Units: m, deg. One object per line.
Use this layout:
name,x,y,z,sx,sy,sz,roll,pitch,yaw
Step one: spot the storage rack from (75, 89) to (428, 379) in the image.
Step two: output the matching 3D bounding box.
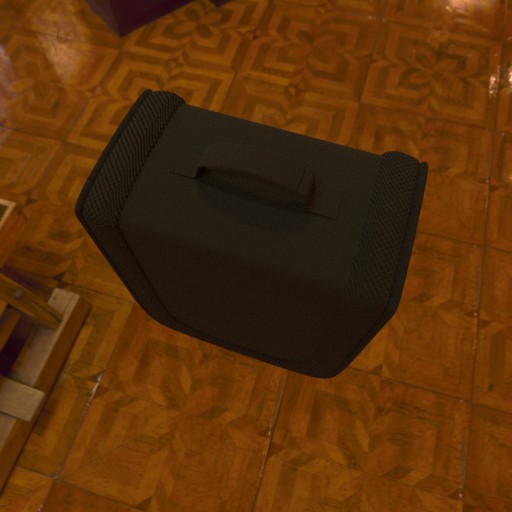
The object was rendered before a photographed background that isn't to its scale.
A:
storage rack,0.000,0.000,0.549,0.297,0.387,0.168,17,65,8
